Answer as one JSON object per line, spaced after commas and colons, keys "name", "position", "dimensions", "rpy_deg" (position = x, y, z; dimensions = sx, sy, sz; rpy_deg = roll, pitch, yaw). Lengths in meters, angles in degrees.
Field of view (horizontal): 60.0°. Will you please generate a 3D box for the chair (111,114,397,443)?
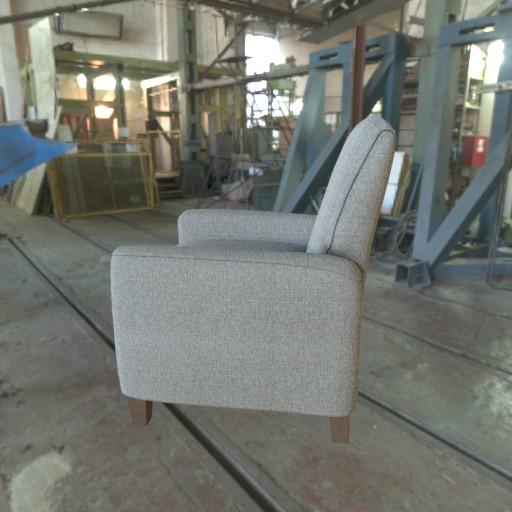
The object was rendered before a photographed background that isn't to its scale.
{"name": "chair", "position": [0.000, 0.000, 1.677], "dimensions": [0.864, 1.014, 0.848], "rpy_deg": [2, 15, 7]}
